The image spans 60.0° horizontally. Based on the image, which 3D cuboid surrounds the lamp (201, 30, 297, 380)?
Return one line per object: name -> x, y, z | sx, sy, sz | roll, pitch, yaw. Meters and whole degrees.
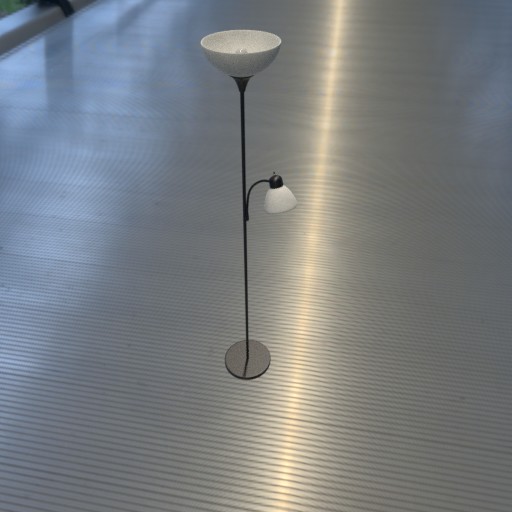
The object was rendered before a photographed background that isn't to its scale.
lamp -> 0.000, 0.000, 2.034 | 0.279, 1.804, 0.442 | -26, 47, -26
